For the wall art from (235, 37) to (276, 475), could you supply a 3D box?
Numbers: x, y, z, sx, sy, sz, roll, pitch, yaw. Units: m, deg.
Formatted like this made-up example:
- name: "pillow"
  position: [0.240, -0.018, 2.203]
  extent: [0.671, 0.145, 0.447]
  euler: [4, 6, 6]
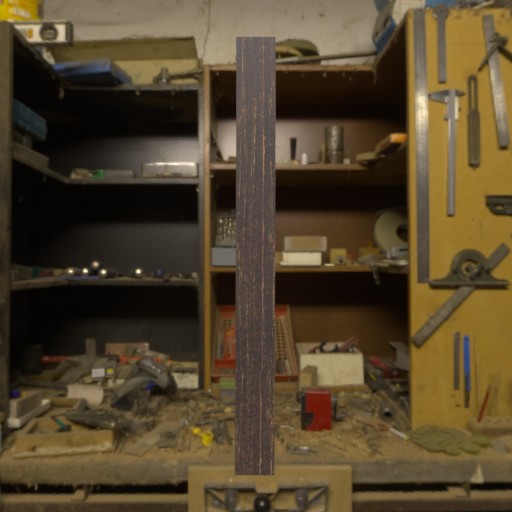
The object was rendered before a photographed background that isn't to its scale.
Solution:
- name: "wall art"
  position: [0.000, 0.000, 0.524]
  extent: [0.031, 0.330, 0.381]
  euler: [0, 0, 0]
